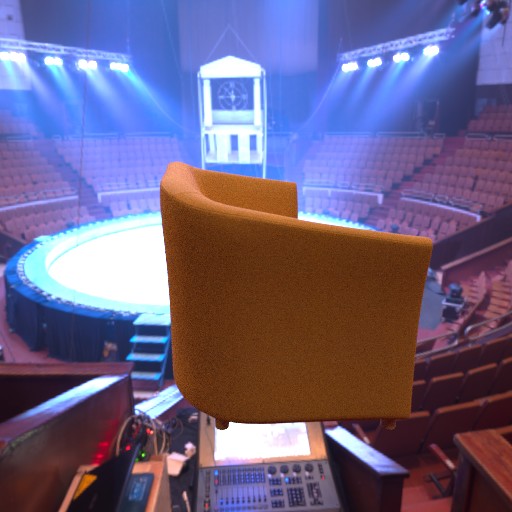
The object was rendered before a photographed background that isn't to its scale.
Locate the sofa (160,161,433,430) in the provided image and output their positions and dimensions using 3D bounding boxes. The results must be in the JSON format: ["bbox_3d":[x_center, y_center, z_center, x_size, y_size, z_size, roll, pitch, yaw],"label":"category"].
[{"bbox_3d":[0.000,0.000,1.821,0.705,0.721,1.452,-2,15,-9],"label":"sofa"}]
